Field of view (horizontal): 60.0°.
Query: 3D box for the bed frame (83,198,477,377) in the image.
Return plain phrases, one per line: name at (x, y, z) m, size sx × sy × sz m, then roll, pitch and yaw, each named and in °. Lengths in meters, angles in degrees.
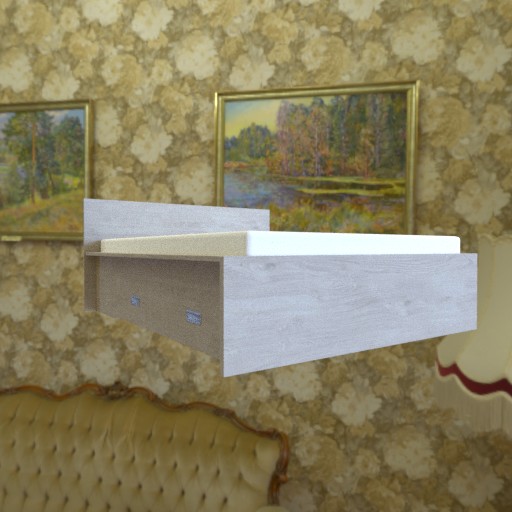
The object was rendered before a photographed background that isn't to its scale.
bed frame at (0.000, 0.000, 2.797) m, size 1.622 × 0.800 × 1.960 m, roll -1°, pitch 1°, yaw -35°
